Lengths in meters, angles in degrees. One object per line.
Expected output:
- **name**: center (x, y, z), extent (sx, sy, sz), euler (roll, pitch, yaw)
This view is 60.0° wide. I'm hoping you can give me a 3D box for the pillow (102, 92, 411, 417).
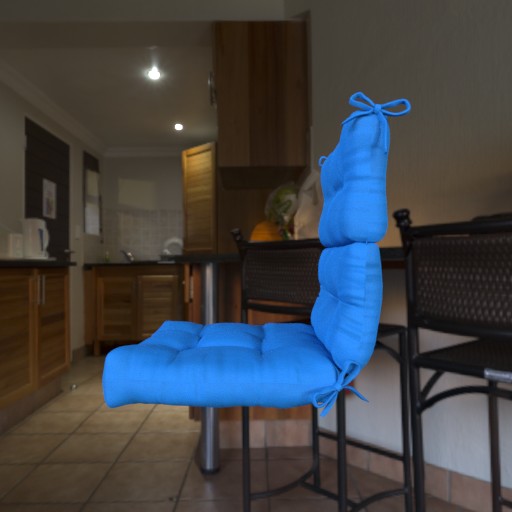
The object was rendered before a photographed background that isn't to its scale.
- **pillow**: center (0.000, 0.000, 1.035), extent (0.571, 0.605, 0.519), euler (0, 0, 2)
